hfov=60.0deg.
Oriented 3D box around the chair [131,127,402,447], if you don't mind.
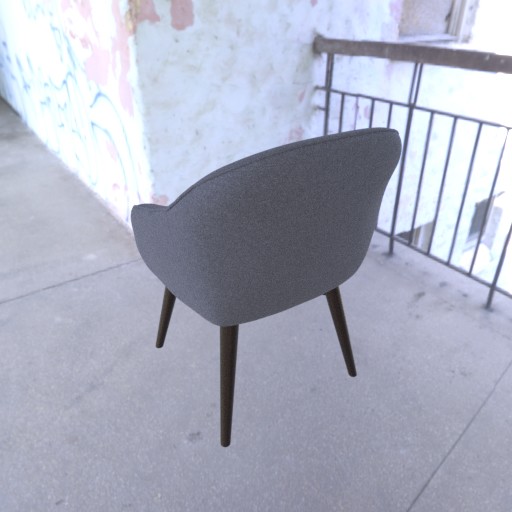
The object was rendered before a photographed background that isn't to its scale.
[{"bbox_3d":[0.000,0.000,1.237,0.589,0.810,0.611,-18,35,-28],"label":"chair"}]
